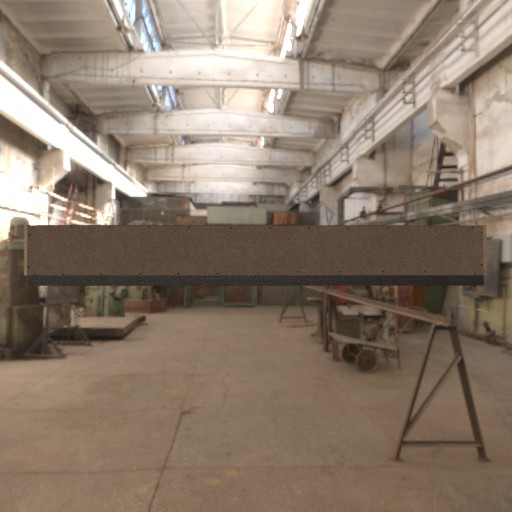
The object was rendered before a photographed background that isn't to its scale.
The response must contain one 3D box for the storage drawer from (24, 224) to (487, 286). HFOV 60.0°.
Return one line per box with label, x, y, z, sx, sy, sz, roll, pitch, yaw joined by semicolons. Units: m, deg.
storage drawer;0.000;0.000;2.281;2.072;0.274;0.591;0;-1;-1
